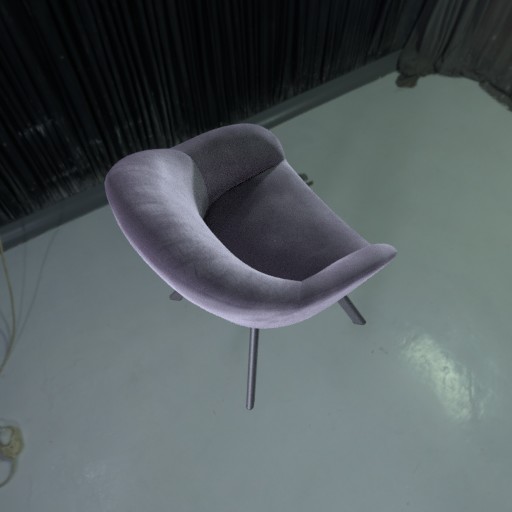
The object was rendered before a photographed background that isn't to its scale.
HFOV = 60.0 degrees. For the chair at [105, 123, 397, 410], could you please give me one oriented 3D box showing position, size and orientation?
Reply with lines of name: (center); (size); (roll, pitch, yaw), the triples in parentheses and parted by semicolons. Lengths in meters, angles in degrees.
chair: (0.000, 0.000, 1.198); (0.590, 0.795, 0.550); (-32, 64, -18)
